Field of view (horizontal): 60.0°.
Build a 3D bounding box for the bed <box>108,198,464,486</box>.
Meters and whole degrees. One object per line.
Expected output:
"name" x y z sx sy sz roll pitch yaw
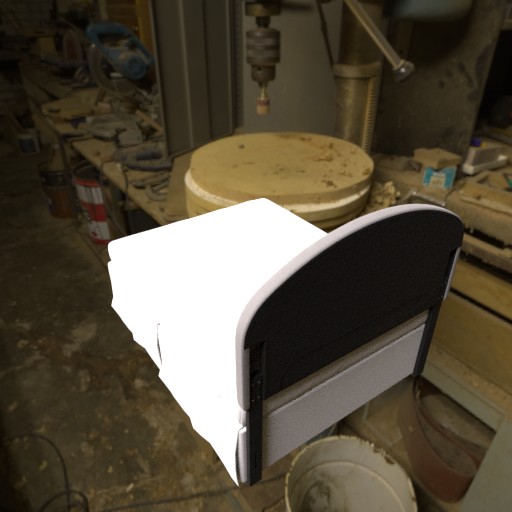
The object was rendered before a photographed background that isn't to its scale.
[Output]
"bed" 0.000 0.000 3.056 1.607 1.410 2.005 -20 37 -29
